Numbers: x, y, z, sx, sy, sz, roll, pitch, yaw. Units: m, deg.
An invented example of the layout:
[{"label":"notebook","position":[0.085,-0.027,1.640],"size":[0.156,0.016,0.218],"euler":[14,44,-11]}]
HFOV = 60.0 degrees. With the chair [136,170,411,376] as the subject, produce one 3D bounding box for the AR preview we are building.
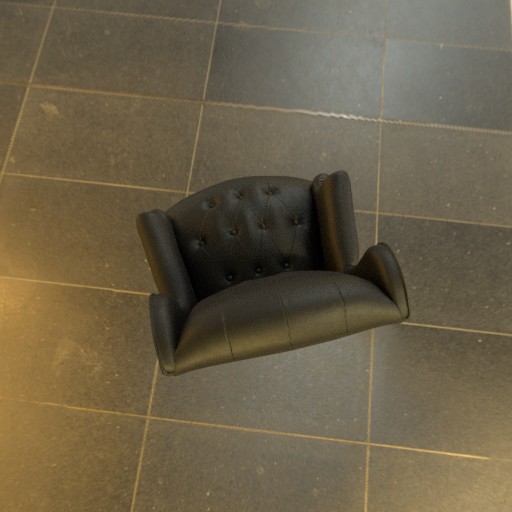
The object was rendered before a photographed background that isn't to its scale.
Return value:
[{"label":"chair","position":[0.000,0.000,1.722],"size":[0.831,1.133,0.822],"euler":[-12,74,-4]}]
